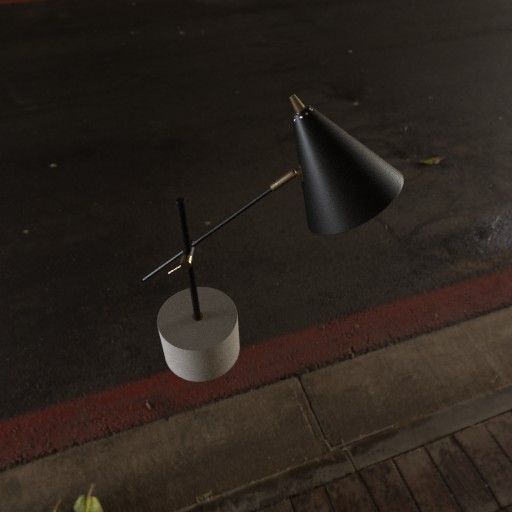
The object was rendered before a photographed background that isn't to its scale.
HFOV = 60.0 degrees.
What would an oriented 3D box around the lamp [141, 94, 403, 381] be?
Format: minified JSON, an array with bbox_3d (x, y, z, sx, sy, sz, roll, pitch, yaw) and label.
[{"bbox_3d":[0.000,0.000,0.733,0.403,0.518,0.214,9,45,9],"label":"lamp"}]
